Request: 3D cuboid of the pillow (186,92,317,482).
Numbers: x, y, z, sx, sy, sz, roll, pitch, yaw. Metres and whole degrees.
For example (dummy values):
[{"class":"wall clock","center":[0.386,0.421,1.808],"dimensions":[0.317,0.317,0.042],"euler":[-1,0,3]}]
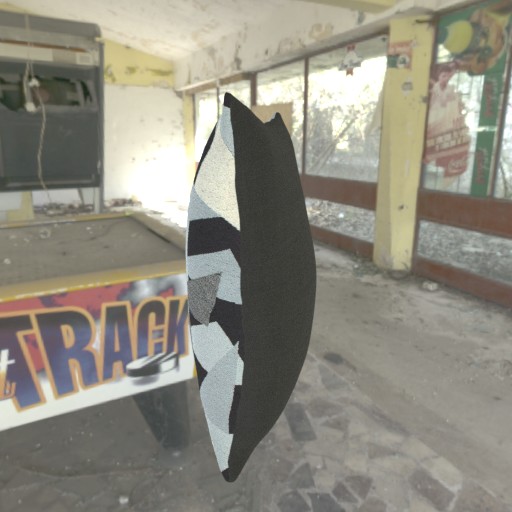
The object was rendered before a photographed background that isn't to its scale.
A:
[{"class":"pillow","center":[0.000,0.000,0.760],"dimensions":[0.208,0.496,0.503],"euler":[2,15,9]}]
